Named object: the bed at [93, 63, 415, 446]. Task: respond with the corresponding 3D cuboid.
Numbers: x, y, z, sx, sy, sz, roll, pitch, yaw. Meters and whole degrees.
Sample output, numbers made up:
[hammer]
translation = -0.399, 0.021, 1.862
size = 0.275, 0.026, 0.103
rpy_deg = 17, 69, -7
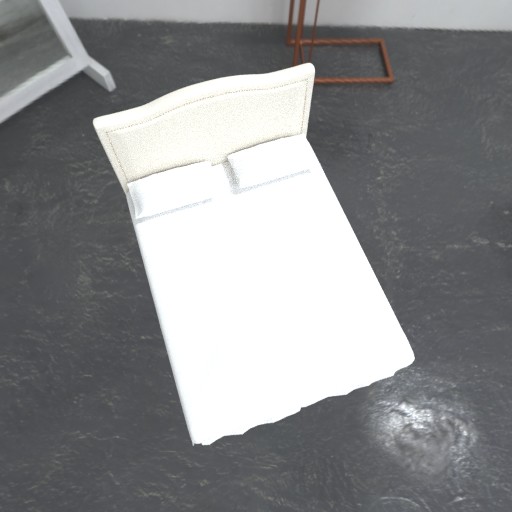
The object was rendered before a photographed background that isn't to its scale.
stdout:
[bed]
translation = 0.000, 0.000, 3.420
size = 1.821, 1.436, 2.282
rpy_deg = -18, 67, -8
